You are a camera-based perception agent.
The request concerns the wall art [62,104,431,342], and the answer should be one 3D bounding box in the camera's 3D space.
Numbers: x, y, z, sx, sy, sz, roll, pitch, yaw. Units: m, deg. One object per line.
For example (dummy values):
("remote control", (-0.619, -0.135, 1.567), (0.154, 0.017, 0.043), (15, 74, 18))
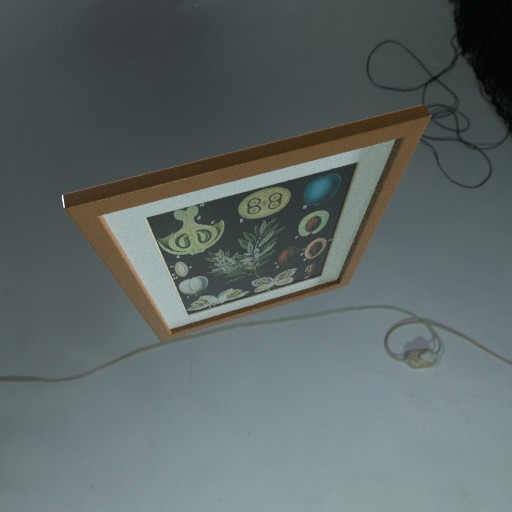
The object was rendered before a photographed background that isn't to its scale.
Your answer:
("wall art", (0.000, 0.000, 0.529), (0.310, 0.379, 0.015), (-16, 65, -8))
